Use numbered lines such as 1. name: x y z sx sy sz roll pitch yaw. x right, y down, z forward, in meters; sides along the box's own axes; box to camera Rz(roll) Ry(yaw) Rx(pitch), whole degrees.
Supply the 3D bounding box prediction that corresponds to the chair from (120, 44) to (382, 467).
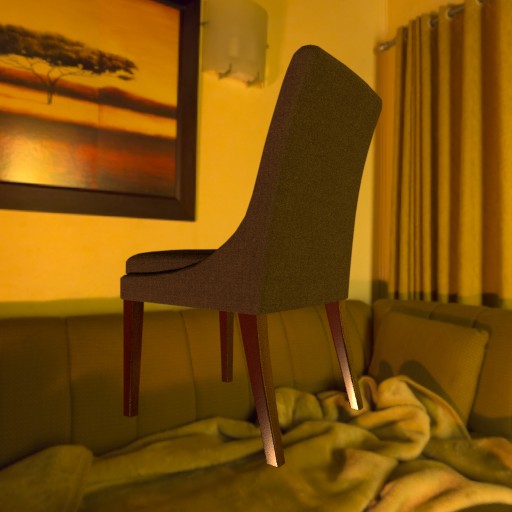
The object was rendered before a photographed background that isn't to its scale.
1. chair: 0.000 0.000 1.331 0.655 0.952 0.508 0 0 36
